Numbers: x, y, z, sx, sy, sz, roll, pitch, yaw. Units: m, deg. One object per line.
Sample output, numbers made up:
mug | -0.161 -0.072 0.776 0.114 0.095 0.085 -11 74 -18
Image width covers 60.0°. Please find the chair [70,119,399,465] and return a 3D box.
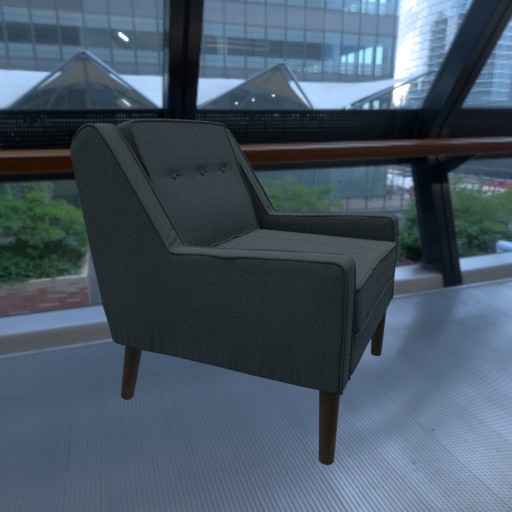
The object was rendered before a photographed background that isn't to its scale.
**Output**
chair | 0.000 0.000 1.313 0.733 0.780 0.663 7 17 25
